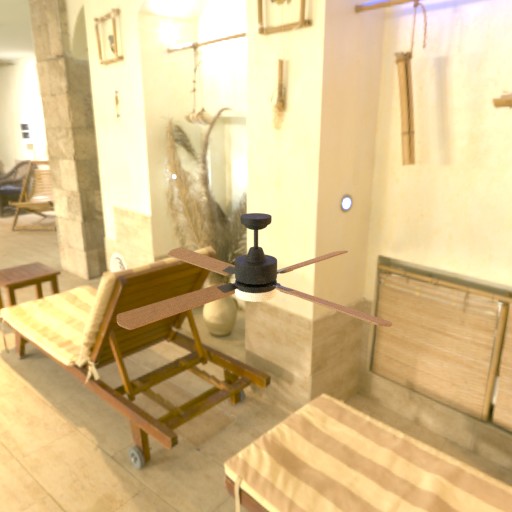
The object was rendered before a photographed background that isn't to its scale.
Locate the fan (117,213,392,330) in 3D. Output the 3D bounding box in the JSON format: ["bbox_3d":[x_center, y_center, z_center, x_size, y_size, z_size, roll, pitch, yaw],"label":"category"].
[{"bbox_3d":[0.000,0.000,1.936,1.320,0.355,1.320,-15,22,-42],"label":"fan"}]
